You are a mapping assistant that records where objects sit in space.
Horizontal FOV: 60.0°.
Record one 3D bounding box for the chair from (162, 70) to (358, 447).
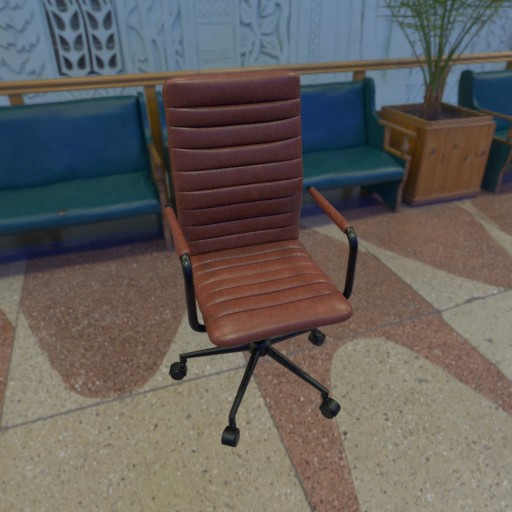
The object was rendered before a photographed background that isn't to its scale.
[{"bbox_3d":[0.000,0.000,1.349,0.608,0.979,0.580,-10,33,-15],"label":"chair"}]
